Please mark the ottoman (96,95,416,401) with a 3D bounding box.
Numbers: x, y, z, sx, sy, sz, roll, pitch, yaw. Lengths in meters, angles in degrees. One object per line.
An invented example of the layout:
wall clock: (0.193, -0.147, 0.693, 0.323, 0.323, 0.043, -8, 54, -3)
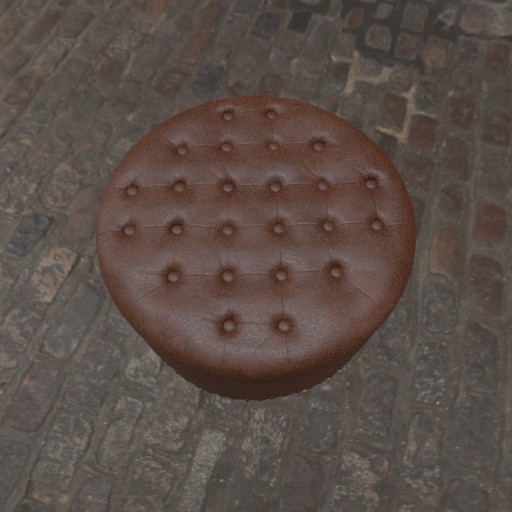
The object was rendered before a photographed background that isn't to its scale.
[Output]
ottoman: (0.000, 0.000, 1.056, 0.637, 0.442, 0.637, 0, 64, 0)
